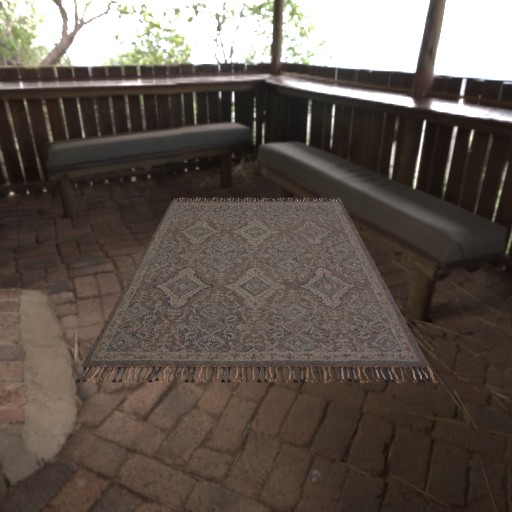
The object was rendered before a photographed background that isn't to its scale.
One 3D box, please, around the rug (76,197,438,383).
[{"bbox_3d":[0.000,0.000,2.939,1.516,0.010,2.434,0,26,0],"label":"rug"}]
